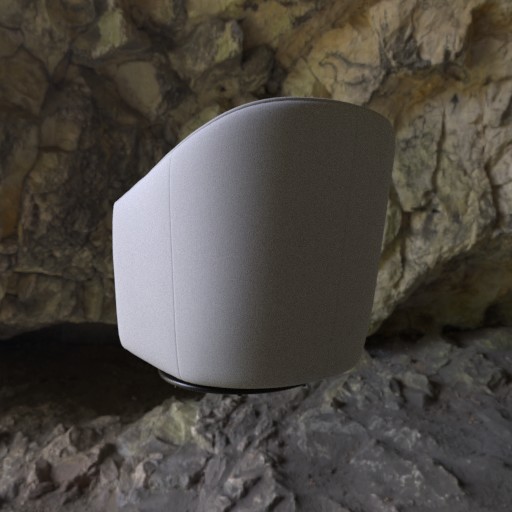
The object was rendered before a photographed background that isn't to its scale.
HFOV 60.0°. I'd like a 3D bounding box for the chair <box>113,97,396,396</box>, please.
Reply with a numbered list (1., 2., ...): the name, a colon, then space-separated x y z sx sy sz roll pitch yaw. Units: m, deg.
1. chair: 0.000 0.000 1.477 0.747 0.799 0.875 -1 2 -35
